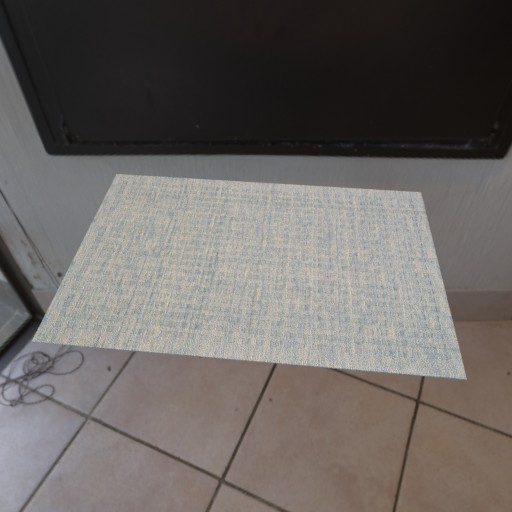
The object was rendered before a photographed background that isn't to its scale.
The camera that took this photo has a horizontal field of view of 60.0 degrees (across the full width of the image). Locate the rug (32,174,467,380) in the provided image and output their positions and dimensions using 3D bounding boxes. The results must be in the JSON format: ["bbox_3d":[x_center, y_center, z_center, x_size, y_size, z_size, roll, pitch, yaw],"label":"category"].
[{"bbox_3d":[0.000,0.000,2.161,1.752,0.006,1.142,4,47,4],"label":"rug"}]
